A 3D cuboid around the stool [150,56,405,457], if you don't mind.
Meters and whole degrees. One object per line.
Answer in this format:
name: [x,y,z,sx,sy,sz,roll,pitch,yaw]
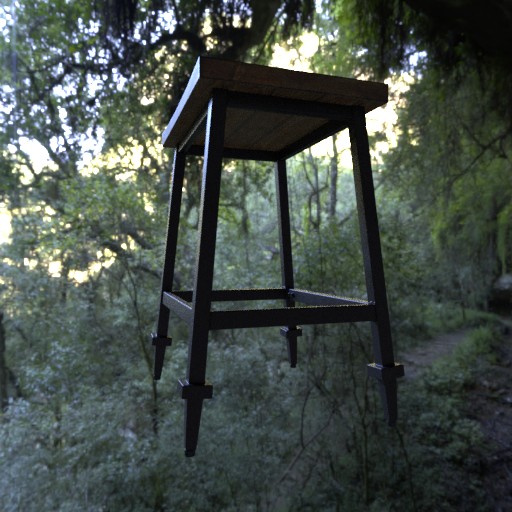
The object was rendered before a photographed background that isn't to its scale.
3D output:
stool: [0.000,0.000,0.968,0.405,0.625,0.486,0,0,-19]
